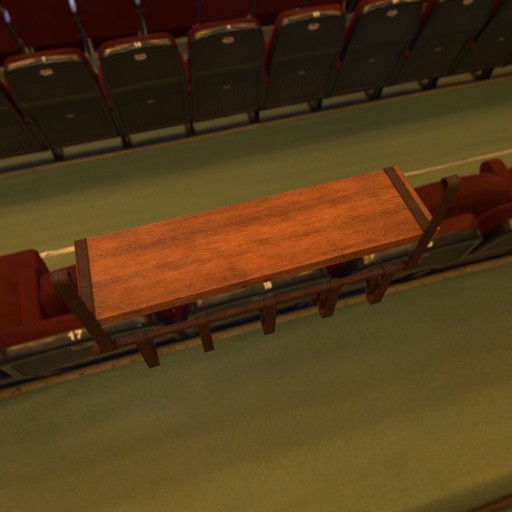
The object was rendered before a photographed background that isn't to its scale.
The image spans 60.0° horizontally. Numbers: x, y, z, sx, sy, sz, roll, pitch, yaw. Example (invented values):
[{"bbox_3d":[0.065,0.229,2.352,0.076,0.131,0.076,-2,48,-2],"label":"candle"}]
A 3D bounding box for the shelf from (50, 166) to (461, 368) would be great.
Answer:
[{"bbox_3d":[0.000,0.000,0.722,0.567,0.330,0.146,-14,58,-9],"label":"shelf"}]
